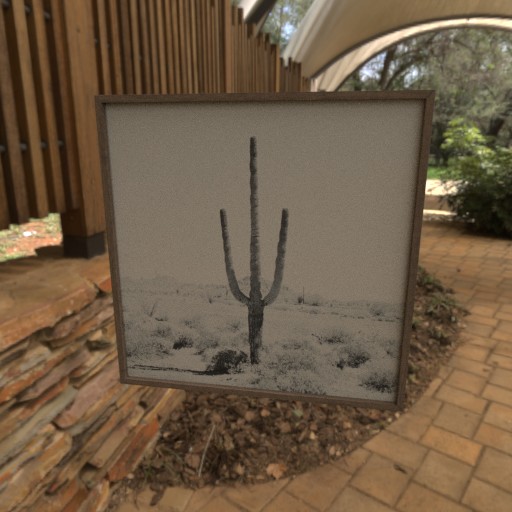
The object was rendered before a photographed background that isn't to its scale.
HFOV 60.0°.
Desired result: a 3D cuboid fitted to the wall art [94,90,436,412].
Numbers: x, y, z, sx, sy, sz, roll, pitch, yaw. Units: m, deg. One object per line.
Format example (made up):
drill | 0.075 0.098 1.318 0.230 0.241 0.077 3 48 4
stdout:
wall art | 0.000 0.000 0.736 0.508 0.508 0.038 3 16 10
